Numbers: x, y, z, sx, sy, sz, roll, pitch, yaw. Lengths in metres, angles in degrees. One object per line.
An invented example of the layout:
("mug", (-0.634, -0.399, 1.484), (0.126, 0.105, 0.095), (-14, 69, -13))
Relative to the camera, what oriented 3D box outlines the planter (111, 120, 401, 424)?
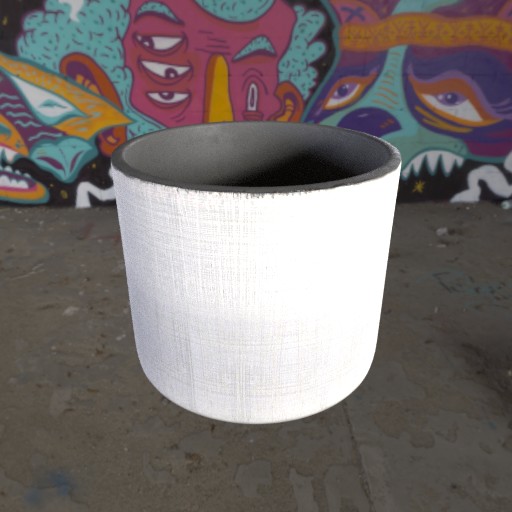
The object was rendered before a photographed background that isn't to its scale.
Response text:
("planter", (0.000, 0.000, 0.444), (0.254, 0.221, 0.254), (0, 27, 0))
